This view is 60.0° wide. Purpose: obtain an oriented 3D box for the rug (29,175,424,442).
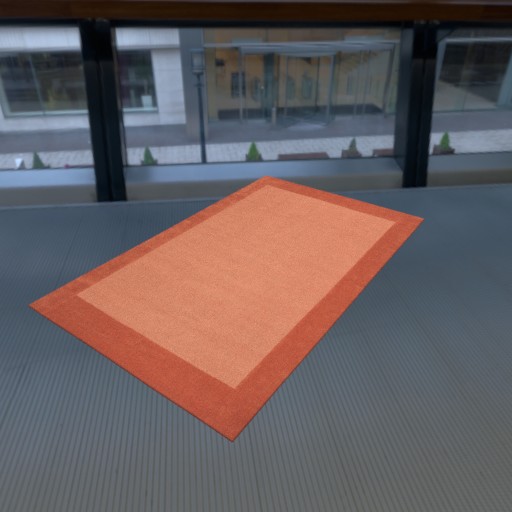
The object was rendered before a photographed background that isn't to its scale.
[{"bbox_3d":[0.000,0.000,3.043,1.524,0.014,2.438,21,38,30],"label":"rug"}]
